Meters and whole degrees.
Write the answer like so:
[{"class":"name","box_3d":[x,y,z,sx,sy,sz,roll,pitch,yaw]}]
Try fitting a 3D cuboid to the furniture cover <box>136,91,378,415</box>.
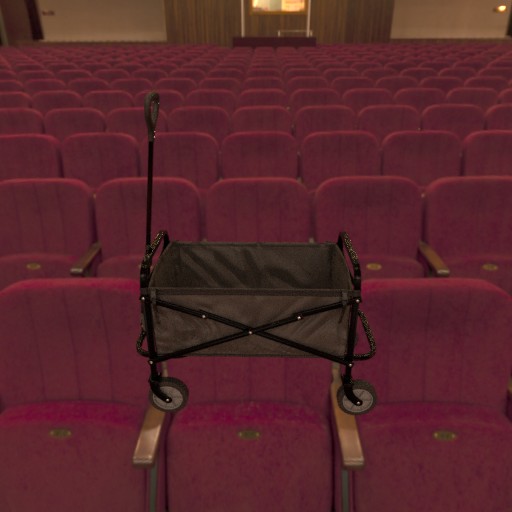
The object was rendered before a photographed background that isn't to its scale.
[{"class":"furniture cover","box_3d":[0.000,0.000,1.853,1.038,1.295,0.532,1,25,1]}]
